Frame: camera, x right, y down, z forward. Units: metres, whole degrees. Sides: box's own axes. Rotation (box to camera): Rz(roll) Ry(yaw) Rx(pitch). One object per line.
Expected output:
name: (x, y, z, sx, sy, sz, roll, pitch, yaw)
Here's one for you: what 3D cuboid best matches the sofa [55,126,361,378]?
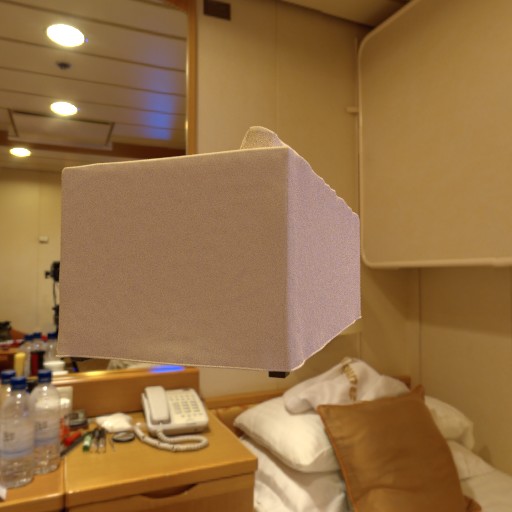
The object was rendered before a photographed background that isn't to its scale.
sofa: (0.000, 0.000, 2.456, 0.940, 0.870, 1.987, -1, -2, 20)
